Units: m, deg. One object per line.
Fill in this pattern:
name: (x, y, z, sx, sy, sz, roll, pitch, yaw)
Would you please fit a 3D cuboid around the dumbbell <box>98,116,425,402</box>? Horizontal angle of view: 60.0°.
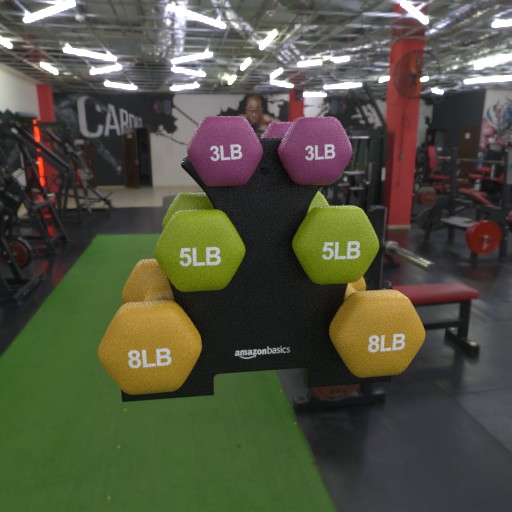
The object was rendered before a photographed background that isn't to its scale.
dumbbell: (0.000, 0.000, 0.461, 0.300, 0.271, 0.190, -2, 15, -8)
